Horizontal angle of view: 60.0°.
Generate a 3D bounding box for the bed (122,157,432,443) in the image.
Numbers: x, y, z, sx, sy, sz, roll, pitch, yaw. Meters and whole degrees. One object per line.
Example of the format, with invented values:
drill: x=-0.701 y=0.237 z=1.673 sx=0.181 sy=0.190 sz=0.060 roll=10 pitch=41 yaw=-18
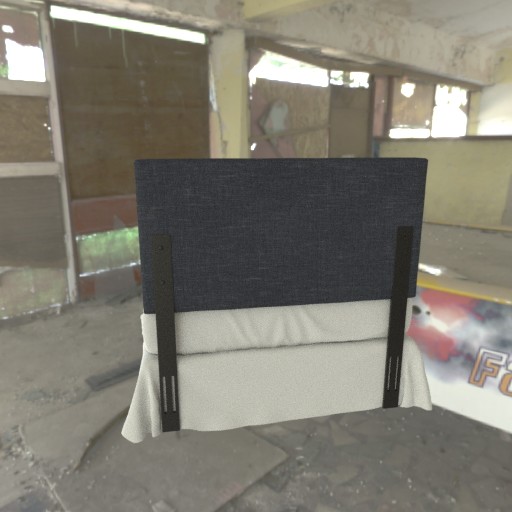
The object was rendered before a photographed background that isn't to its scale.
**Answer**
bed: x=0.000 y=0.000 z=3.525 sx=1.936 sy=1.577 sz=2.222 roll=-2 pitch=14 yaw=-10
